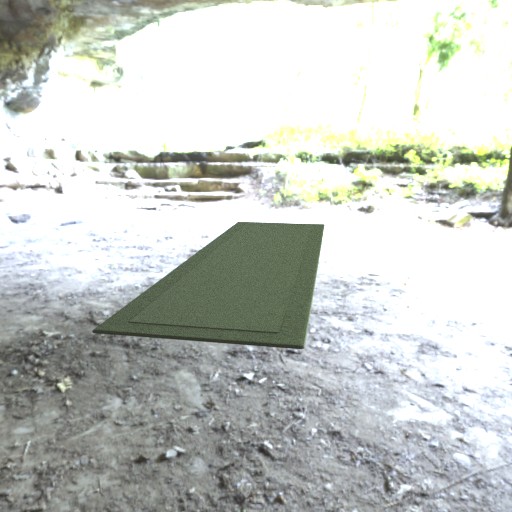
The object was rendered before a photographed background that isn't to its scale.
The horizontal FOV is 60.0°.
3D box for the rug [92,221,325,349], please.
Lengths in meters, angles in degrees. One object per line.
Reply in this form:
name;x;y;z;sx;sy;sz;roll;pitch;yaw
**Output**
rug;0.000;0.000;2.678;0.759;0.012;2.430;2;14;10
